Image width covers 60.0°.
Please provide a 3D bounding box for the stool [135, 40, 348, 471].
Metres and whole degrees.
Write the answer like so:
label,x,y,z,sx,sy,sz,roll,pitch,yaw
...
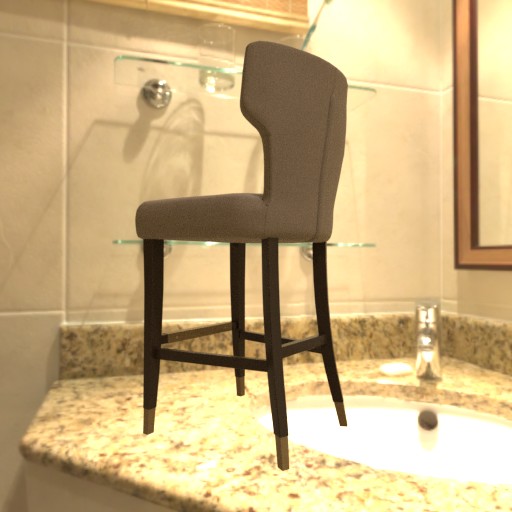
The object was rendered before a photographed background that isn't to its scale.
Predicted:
label,x,y,z,sx,sy,sz,roll,pitch,yaw
stool,0.000,0.000,1.409,0.563,1.092,0.526,0,0,36
